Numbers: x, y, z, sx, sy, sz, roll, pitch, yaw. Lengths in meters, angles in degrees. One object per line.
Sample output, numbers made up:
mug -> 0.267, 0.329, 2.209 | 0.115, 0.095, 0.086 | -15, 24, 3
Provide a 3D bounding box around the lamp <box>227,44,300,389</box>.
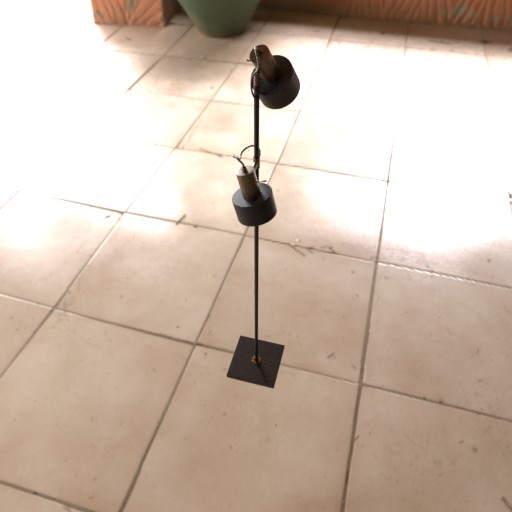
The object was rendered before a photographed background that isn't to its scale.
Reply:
lamp -> 0.000, 0.000, 1.644 | 0.233, 1.505, 0.315 | 11, 46, 10
